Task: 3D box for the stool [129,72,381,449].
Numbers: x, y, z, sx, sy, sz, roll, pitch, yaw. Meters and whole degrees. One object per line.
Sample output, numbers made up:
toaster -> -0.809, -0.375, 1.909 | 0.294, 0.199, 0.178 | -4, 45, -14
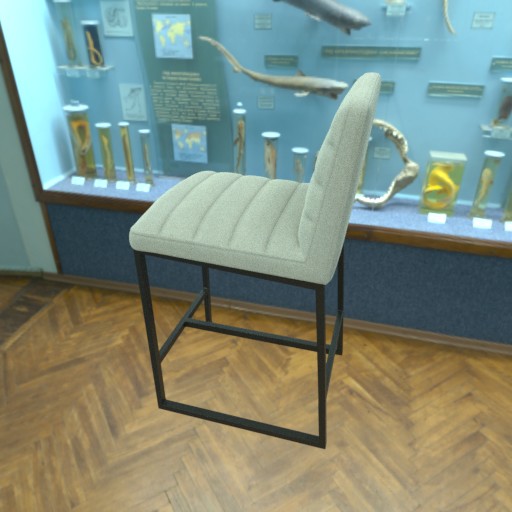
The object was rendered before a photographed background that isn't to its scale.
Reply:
stool -> 0.000, 0.000, 1.291 | 0.567, 0.971, 0.459 | 8, 31, 14
